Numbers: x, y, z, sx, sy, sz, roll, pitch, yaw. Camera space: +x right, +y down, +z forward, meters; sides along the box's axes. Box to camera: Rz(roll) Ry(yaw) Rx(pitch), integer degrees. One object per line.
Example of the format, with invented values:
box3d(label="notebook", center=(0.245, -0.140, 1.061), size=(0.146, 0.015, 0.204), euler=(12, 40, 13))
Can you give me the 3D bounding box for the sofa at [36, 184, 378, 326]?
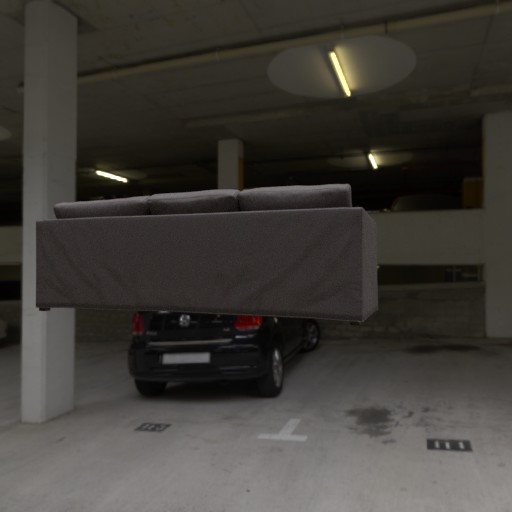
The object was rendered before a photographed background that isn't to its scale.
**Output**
box3d(label="sofa", center=(0.000, 0.000, 4.416), size=(2.432, 0.871, 3.182), euler=(0, -1, 19))
